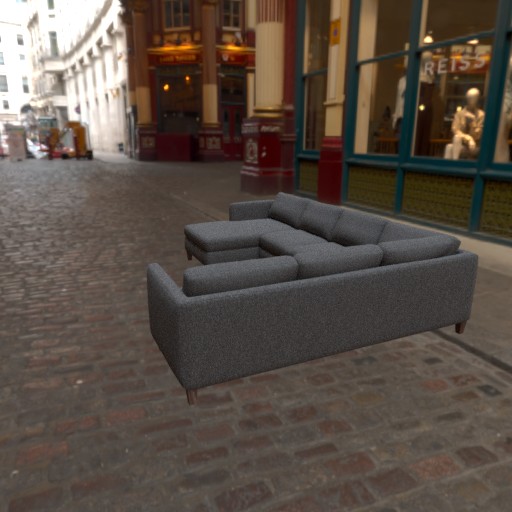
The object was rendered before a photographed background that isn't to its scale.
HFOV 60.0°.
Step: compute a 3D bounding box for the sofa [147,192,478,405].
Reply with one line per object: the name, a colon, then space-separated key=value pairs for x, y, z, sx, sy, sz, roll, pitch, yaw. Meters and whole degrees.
sofa: x=0.000 y=0.000 z=4.539 sx=2.551 sy=0.853 sz=3.238 roll=-7 pitch=18 yaw=-24
